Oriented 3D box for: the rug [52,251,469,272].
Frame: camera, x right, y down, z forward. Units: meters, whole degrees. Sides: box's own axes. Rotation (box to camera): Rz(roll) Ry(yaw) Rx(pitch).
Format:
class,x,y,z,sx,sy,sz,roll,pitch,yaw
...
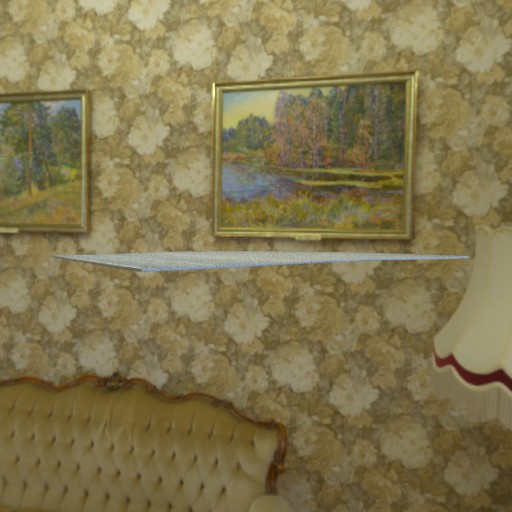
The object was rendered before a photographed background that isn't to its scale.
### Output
class,x,y,z,sx,sy,sz,roll,pitch,yaw
rug,0.000,0.000,4.299,3.237,0.046,2.461,-1,2,-35
